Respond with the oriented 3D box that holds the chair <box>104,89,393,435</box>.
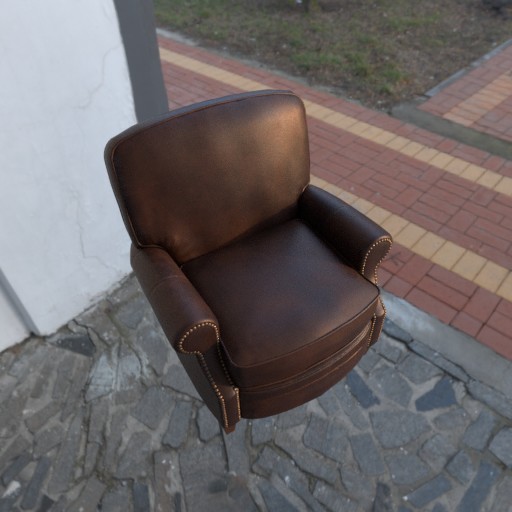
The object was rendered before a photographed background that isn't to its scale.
[{"bbox_3d":[0.000,0.000,1.780,0.936,1.018,0.986,-23,50,-21],"label":"chair"}]
